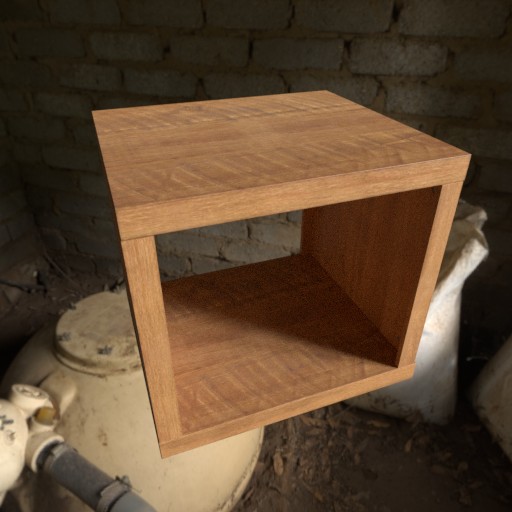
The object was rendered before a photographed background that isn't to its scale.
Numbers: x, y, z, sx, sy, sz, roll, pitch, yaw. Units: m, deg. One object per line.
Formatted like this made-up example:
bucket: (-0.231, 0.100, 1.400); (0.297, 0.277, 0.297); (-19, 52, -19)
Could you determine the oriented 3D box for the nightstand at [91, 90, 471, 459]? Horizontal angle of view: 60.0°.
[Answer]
nightstand: (0.000, 0.000, 0.856); (0.493, 0.491, 0.436); (-11, 34, -17)
